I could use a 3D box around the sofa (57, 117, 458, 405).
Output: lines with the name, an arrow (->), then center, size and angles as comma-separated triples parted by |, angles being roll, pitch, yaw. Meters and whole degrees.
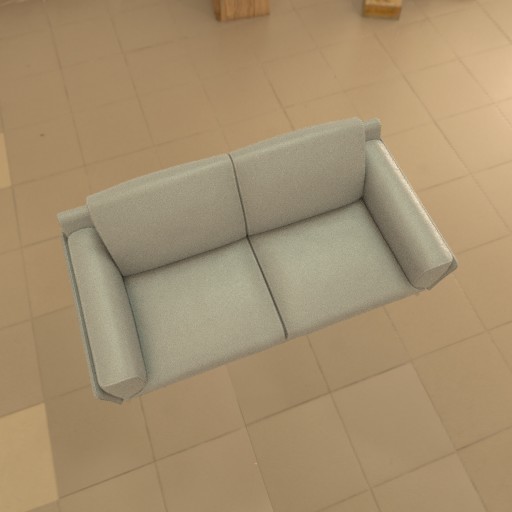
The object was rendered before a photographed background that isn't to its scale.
sofa -> 0.000, 0.000, 2.662 | 2.101, 0.930, 1.049 | -19, 66, -8
